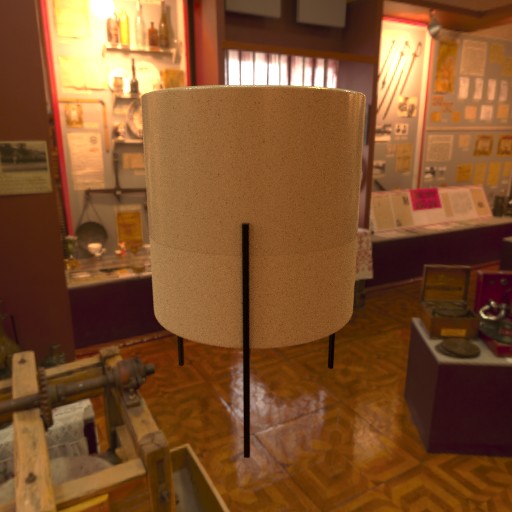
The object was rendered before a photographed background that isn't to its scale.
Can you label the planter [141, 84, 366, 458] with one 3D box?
[{"bbox_3d":[0.000,0.000,0.699,0.323,0.475,0.314,-8,17,-26],"label":"planter"}]
